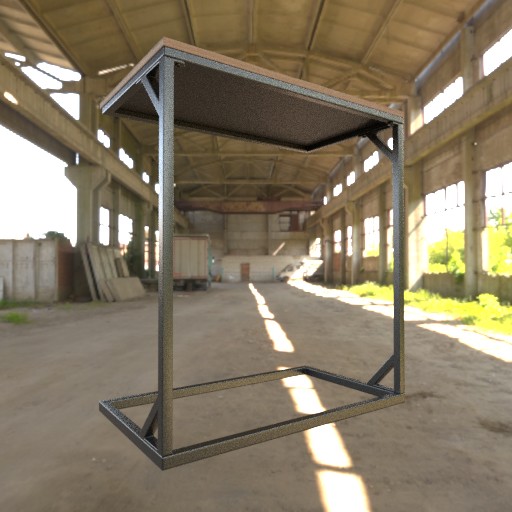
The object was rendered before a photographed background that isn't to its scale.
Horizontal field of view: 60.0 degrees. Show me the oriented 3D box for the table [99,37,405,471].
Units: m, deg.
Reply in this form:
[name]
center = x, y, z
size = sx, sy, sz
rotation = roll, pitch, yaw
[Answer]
[table]
center = 0.000, 0.000, 1.000
size = 0.597, 0.673, 0.351
rotation = 1, -1, -35
